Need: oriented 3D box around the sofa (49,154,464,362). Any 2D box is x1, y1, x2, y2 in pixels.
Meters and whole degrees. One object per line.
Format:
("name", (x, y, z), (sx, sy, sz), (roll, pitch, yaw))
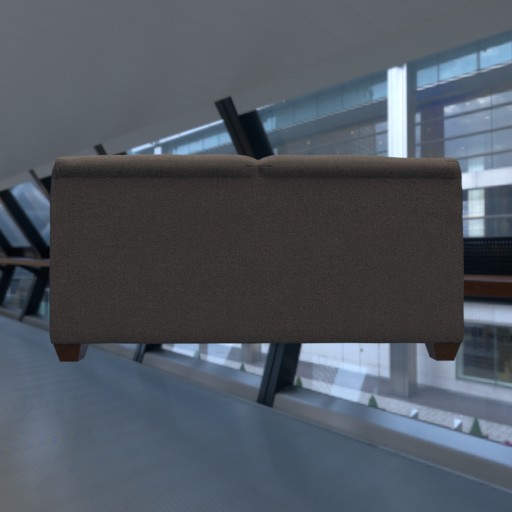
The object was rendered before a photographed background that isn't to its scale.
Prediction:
("sofa", (0.000, 0.000, 2.436), (1.846, 0.958, 1.000), (0, -1, -1))
